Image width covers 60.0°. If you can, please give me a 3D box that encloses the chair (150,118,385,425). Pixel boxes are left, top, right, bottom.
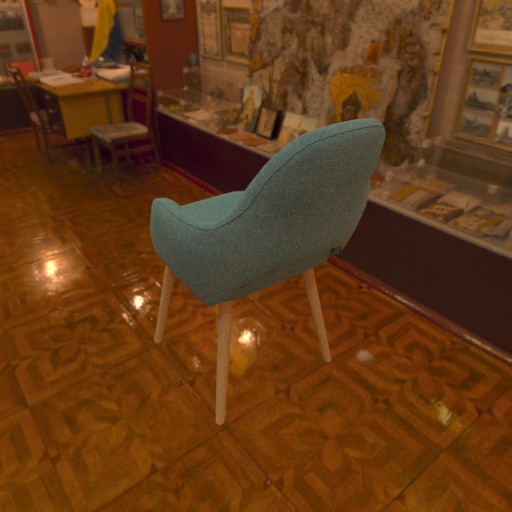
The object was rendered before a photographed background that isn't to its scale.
[{"bbox_3d":[0.000,0.000,1.324,0.589,0.920,0.666,-21,37,-30],"label":"chair"}]
